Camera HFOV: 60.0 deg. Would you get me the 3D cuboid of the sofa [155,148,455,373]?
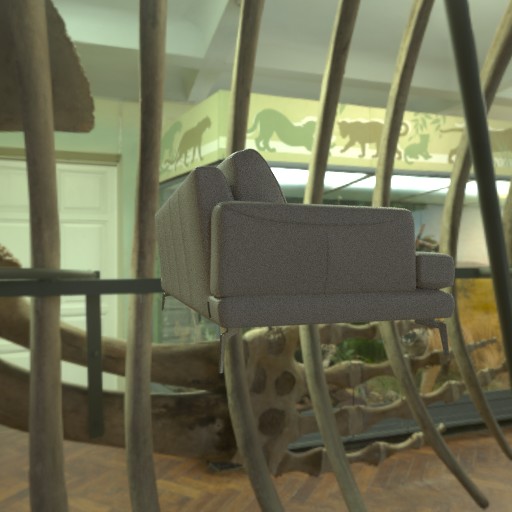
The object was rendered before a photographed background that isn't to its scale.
[{"bbox_3d":[0.000,0.000,2.426,0.974,0.765,1.940,0,-1,-17],"label":"sofa"}]
